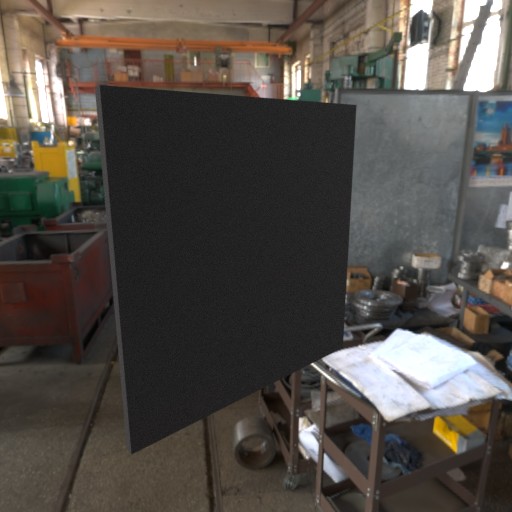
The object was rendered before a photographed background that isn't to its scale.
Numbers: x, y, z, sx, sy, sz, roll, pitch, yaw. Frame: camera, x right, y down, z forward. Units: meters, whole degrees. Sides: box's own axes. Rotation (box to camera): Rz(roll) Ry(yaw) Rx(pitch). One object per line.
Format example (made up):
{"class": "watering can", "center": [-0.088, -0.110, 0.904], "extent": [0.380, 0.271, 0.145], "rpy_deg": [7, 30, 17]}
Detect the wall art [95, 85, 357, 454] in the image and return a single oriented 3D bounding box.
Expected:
{"class": "wall art", "center": [0.000, 0.000, 0.679], "extent": [0.456, 0.458, 0.013], "rpy_deg": [-13, 20, -41]}
